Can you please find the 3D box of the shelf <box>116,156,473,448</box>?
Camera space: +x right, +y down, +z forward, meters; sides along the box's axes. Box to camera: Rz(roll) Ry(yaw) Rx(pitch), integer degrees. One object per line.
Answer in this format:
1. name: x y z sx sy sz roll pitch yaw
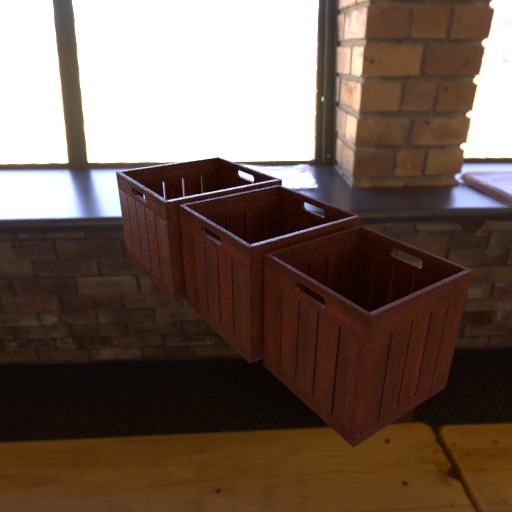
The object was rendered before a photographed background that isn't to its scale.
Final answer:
1. shelf: 0.000 0.000 1.239 0.393 0.311 1.064 -16 30 -31
